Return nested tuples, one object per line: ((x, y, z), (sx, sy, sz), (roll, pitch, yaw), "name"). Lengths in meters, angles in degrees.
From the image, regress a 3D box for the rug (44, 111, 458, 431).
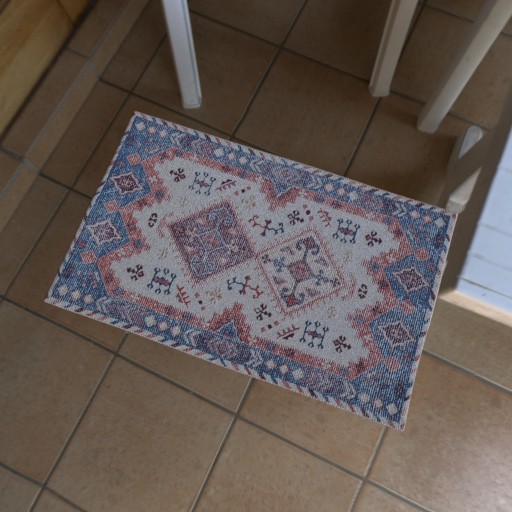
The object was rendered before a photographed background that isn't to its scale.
((0.000, 0.000, 3.021), (2.464, 0.023, 1.521), (19, 76, 5), "rug")
